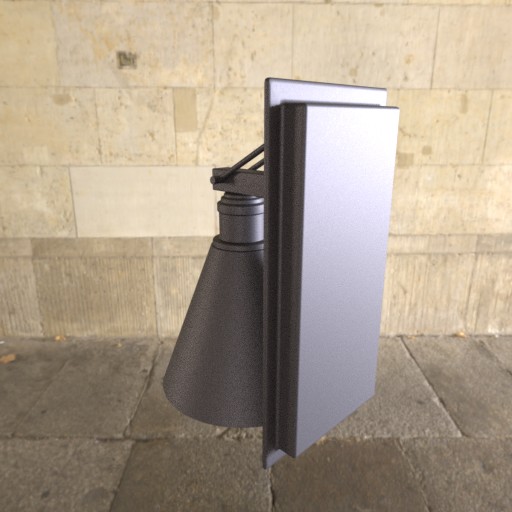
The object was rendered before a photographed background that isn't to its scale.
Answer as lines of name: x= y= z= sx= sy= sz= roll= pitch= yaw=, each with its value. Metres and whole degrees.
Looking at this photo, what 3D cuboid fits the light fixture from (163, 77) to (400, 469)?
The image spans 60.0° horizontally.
light fixture: x=0.000 y=0.000 z=0.423 sx=0.207 sy=0.298 sz=0.170 roll=16 pitch=23 yaw=43
